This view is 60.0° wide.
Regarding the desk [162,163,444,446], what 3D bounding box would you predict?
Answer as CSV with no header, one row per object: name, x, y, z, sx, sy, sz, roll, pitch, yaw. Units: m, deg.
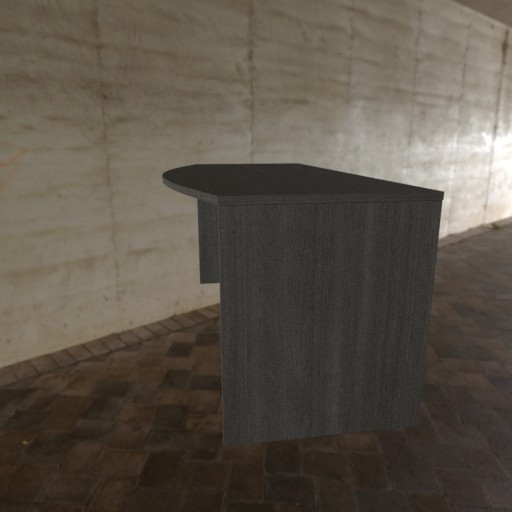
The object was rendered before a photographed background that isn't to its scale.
desk,0.000,0.000,2.034,0.802,0.750,1.600,-2,15,-9
